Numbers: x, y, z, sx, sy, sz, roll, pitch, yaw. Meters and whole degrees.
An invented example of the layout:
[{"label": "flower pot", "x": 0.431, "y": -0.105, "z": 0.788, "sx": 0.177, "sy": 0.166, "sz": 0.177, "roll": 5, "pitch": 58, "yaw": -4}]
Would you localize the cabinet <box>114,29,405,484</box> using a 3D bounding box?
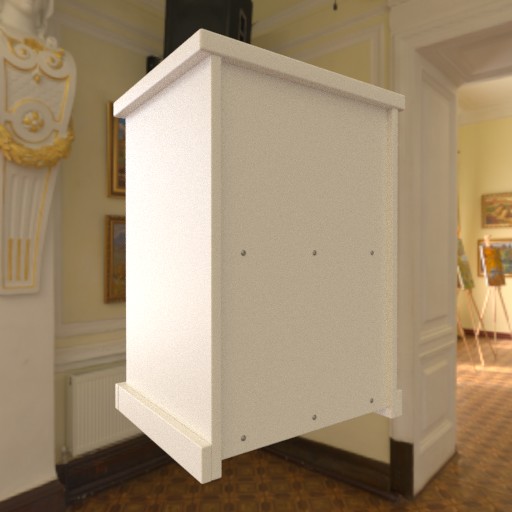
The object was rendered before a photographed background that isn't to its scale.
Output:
[{"label": "cabinet", "x": 0.000, "y": 0.000, "z": 1.024, "sx": 0.520, "sy": 0.723, "sz": 0.431, "roll": 0, "pitch": 1, "yaw": -36}]
